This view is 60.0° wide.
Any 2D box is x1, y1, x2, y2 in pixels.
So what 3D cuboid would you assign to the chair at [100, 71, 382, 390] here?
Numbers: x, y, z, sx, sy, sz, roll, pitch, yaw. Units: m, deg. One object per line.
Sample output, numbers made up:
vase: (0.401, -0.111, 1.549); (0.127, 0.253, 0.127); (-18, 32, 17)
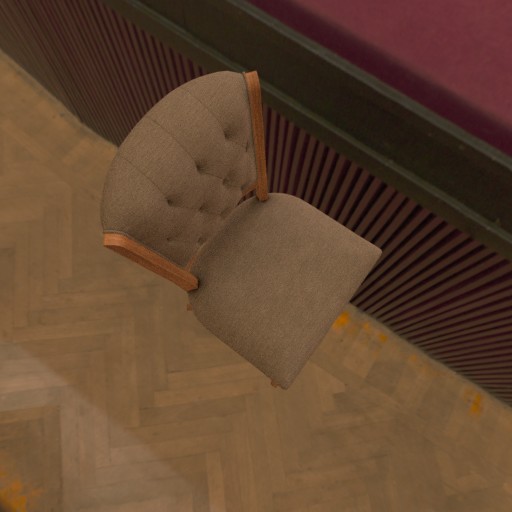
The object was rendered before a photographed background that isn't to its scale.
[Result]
chair: (0.000, 0.000, 1.279); (0.584, 0.905, 0.513); (36, 77, 9)
